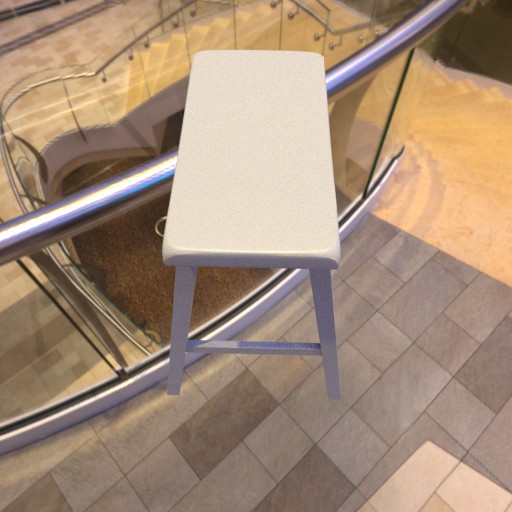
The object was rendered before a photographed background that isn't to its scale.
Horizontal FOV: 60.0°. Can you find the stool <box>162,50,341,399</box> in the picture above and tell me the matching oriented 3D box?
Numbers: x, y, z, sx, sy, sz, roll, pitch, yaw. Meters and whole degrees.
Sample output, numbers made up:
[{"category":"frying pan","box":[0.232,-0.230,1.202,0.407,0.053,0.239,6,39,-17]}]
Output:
[{"category":"stool","box":[0.000,0.000,1.017,0.476,0.737,0.457,1,59,1]}]
